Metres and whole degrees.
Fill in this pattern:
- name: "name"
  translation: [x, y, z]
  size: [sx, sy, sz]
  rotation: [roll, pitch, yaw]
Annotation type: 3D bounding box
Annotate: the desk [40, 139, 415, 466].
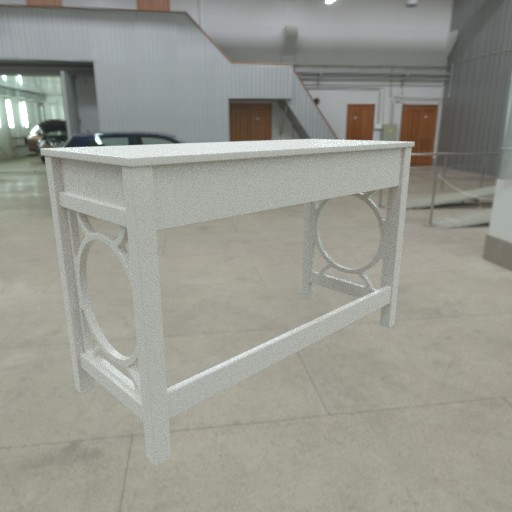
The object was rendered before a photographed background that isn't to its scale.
- name: "desk"
  translation: [0.000, 0.000, 1.562]
  size: [1.191, 0.762, 0.504]
  rotation: [-16, 23, -42]
